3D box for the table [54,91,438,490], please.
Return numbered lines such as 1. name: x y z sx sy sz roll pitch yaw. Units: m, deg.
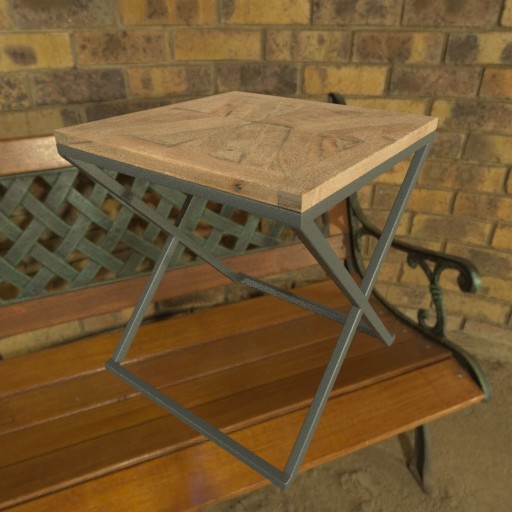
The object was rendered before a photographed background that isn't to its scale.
1. table: 0.000 0.000 0.934 0.499 0.550 0.498 20 35 31
